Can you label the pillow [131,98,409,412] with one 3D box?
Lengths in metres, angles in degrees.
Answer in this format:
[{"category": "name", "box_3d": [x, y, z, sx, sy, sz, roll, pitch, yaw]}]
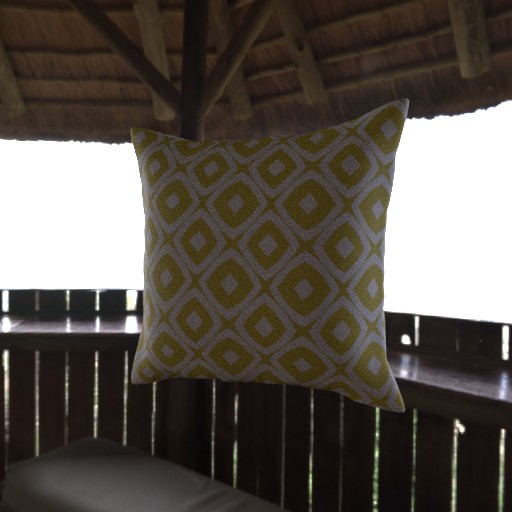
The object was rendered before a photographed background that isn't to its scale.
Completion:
[{"category": "pillow", "box_3d": [0.000, 0.000, 0.775, 0.504, 0.494, 0.188, 0, 1, 18]}]
